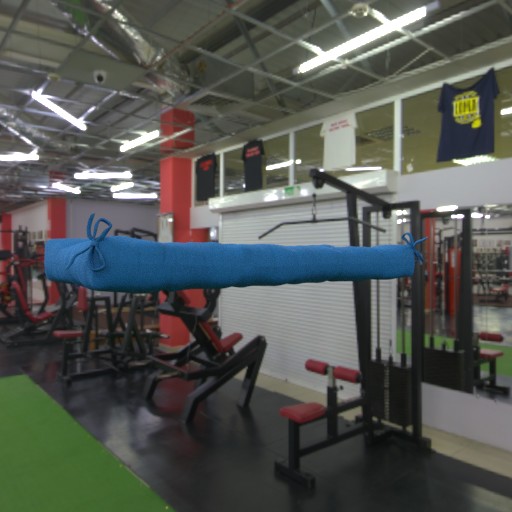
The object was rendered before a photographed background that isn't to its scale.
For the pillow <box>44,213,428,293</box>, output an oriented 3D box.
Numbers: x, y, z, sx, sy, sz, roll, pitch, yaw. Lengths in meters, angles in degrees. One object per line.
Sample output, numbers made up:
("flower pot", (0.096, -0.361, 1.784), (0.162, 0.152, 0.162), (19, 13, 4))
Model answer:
("pillow", (0.000, 0.000, 1.366), (1.194, 0.174, 0.511), (0, 0, -37))
